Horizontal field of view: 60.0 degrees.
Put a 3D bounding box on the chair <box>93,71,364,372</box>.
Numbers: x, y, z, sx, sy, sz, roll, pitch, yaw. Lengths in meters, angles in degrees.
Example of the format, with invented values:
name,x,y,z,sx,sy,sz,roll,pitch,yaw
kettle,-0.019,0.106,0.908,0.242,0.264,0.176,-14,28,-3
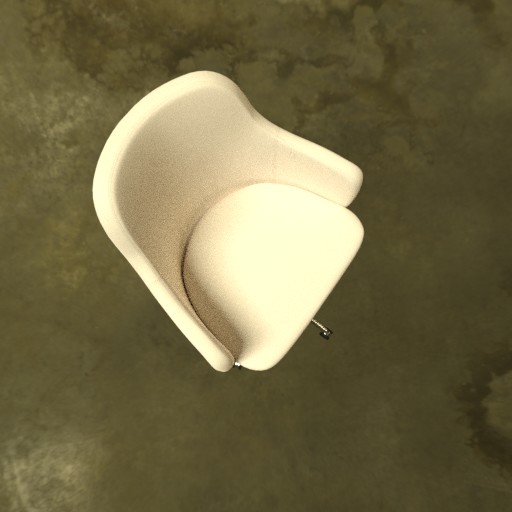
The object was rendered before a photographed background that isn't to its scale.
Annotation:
name,x,y,z,sx,sy,sz,roll,pitch,yaw
chair,0.000,0.000,1.231,0.647,0.819,0.602,35,78,9
